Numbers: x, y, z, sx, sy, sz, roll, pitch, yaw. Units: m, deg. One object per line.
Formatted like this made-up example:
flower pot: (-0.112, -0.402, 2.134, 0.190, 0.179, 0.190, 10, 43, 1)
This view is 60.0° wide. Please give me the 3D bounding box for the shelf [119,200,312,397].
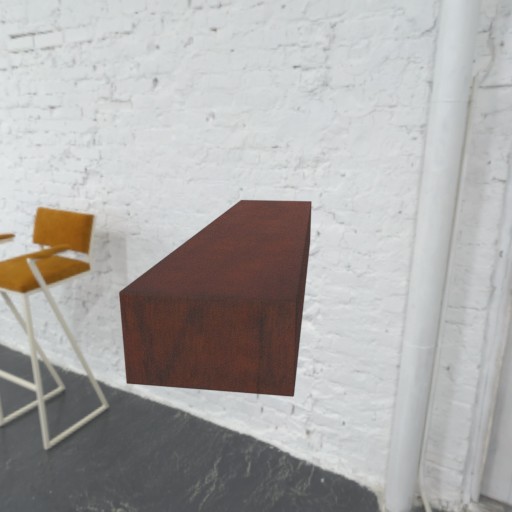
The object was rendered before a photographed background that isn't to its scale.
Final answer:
shelf: (0.000, 0.000, 0.672, 0.152, 0.088, 0.607, 2, 15, 8)
